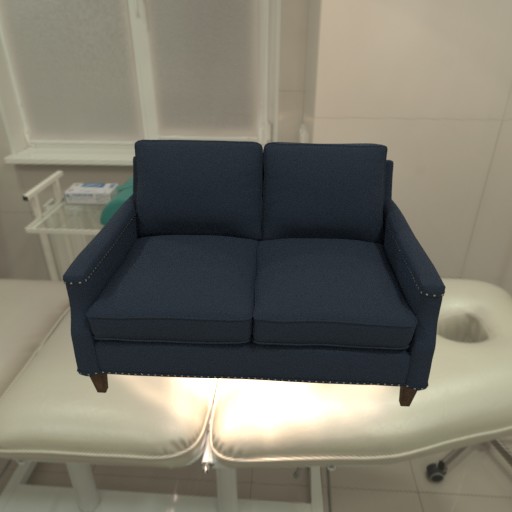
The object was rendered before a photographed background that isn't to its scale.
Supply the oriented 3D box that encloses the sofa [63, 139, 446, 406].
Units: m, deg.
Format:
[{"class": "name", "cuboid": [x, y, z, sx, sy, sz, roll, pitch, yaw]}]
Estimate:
[{"class": "sofa", "cuboid": [0.000, 0.000, 2.278, 1.597, 1.003, 1.084, 2, 30, 3]}]
